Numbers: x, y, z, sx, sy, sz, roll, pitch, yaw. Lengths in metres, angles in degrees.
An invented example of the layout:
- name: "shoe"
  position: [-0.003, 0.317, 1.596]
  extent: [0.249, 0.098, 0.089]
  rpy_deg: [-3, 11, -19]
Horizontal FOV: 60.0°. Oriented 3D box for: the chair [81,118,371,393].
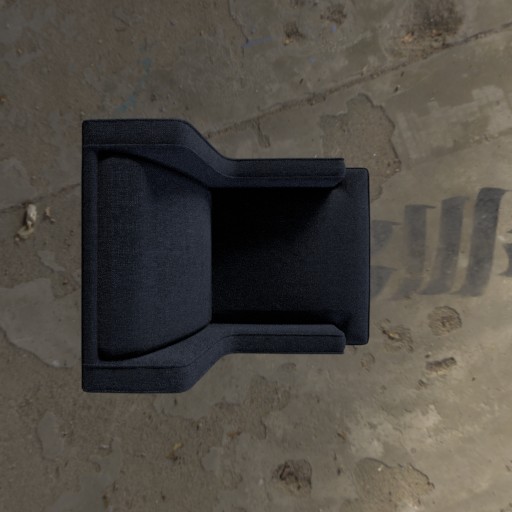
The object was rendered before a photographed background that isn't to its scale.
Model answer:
- name: "chair"
  position: [0.000, 0.000, 1.731]
  extent: [0.947, 1.072, 0.764]
  rpy_deg: [0, 90, 1]
